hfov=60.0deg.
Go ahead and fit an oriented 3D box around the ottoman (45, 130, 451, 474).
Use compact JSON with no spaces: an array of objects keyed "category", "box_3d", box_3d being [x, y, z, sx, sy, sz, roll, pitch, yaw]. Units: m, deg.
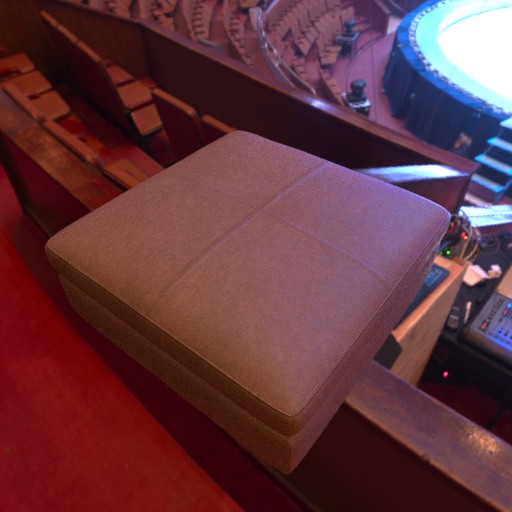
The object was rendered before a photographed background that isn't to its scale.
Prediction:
[{"category":"ottoman","box_3d":[0.000,0.000,1.814,1.168,0.490,1.168,28,50,27]}]
